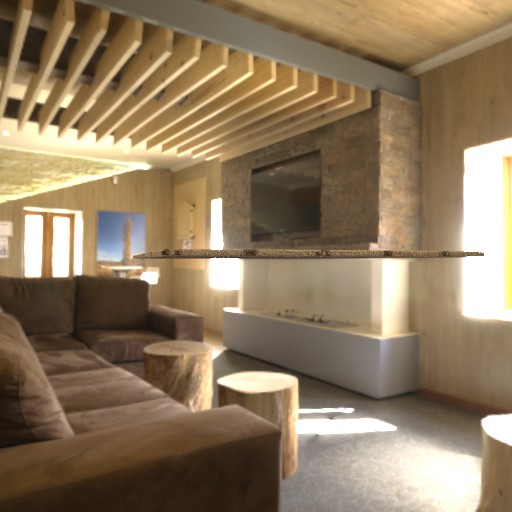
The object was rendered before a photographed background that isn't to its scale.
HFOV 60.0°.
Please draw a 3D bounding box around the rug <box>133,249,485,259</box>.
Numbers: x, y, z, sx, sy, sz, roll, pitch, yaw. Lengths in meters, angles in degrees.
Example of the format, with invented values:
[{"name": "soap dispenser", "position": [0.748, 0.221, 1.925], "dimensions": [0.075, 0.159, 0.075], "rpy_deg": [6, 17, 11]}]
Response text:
[{"name": "rug", "position": [0.000, 0.000, 3.034], "dimensions": [1.524, 0.030, 2.438], "rpy_deg": [0, -1, -18]}]
